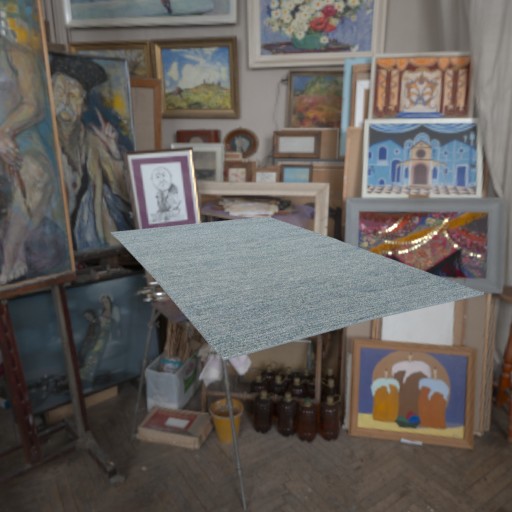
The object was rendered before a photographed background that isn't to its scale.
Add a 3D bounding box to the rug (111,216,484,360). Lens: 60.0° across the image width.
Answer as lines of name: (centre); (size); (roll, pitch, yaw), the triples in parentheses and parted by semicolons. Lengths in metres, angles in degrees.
rug: (0.000, 0.000, 2.350); (1.174, 0.022, 1.853); (-8, 18, -26)
